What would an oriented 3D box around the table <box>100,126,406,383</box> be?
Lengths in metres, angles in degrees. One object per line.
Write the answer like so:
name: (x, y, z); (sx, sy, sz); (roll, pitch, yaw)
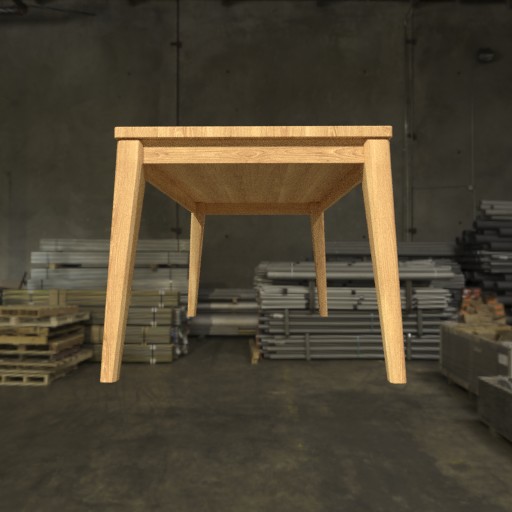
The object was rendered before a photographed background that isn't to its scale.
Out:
table: (0.000, 0.000, 2.096); (0.900, 0.760, 1.600); (0, -1, 1)
